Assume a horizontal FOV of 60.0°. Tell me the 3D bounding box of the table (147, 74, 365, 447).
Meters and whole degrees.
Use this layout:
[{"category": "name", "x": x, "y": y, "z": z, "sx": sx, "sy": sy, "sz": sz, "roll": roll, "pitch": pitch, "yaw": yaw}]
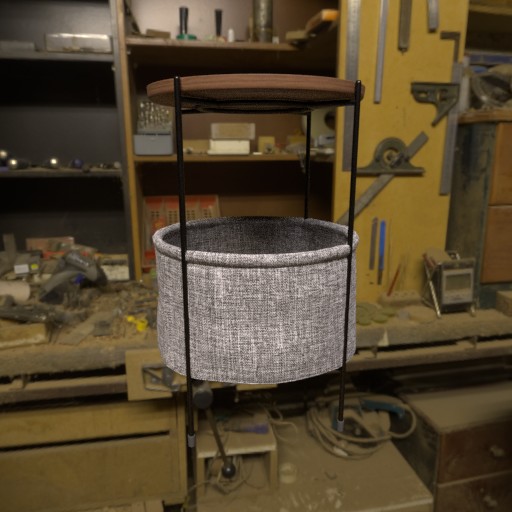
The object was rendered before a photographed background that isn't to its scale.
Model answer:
[{"category": "table", "x": 0.000, "y": 0.000, "z": 0.880, "sx": 0.400, "sy": 0.623, "sz": 0.400, "roll": -2, "pitch": 14, "yaw": -9}]
